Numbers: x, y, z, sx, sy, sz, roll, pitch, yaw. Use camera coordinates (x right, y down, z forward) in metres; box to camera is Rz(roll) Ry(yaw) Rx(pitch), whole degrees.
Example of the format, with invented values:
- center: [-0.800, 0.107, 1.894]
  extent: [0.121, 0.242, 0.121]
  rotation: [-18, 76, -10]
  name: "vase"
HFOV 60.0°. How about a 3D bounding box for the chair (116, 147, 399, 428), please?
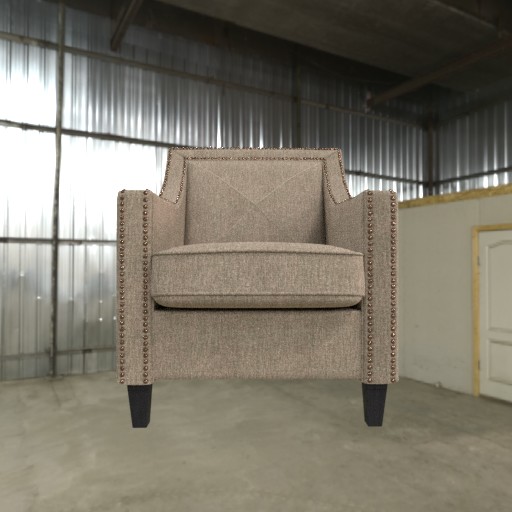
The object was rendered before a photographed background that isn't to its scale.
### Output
- center: [0.000, 0.000, 1.583]
  extent: [0.776, 0.967, 0.884]
  rotation: [0, -1, -1]
  name: "chair"
